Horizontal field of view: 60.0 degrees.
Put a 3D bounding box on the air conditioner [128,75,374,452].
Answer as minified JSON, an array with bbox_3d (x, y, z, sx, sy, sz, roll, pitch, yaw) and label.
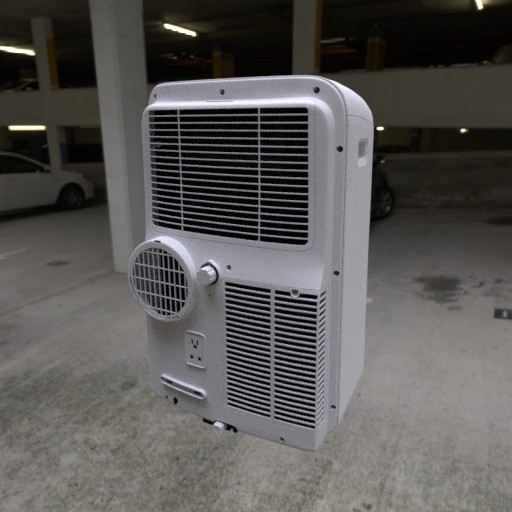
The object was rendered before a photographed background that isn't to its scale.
[{"bbox_3d":[0.000,0.000,0.963,0.454,0.700,0.365,9,19,27],"label":"air conditioner"}]
